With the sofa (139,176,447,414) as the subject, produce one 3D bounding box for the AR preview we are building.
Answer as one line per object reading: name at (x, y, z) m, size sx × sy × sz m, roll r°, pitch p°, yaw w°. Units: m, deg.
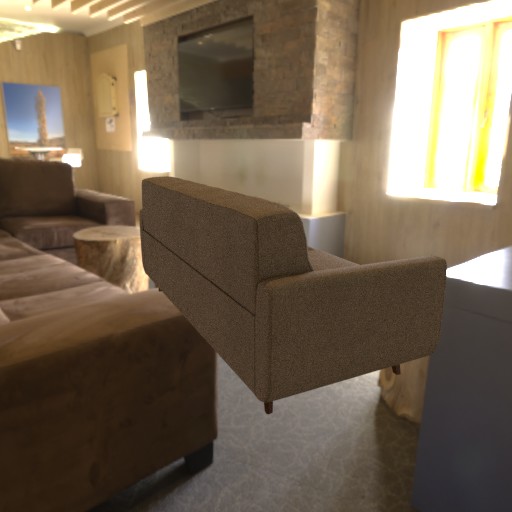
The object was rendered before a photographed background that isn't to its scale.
sofa at (0.000, 0.000, 2.596) m, size 0.909 × 0.841 × 2.029 m, roll -7°, pitch 16°, yaw -26°
